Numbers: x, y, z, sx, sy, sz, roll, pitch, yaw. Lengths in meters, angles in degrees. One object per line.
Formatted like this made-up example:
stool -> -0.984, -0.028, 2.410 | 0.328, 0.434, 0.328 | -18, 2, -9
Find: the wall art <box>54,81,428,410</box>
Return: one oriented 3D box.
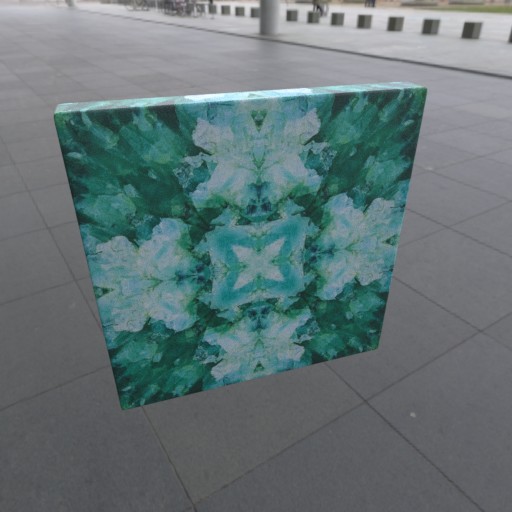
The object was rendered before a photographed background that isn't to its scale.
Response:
wall art -> 0.000, 0.000, 0.449 | 0.313, 0.313, 0.033 | -9, 33, -15
